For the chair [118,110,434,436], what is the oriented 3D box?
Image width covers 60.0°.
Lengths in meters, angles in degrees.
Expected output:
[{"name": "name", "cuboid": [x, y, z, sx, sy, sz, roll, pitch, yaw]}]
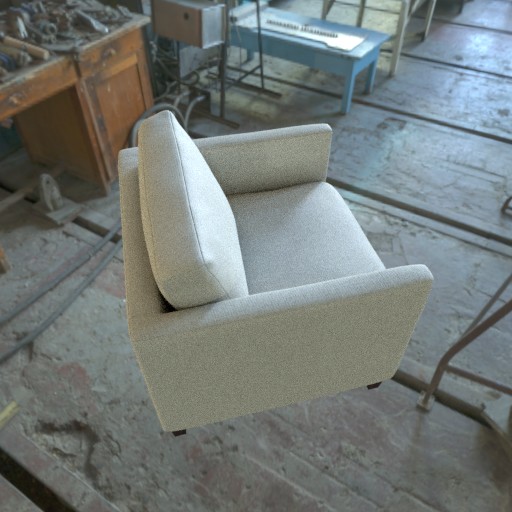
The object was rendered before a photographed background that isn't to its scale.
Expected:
[{"name": "chair", "cuboid": [0.000, 0.000, 1.772, 0.959, 0.919, 0.996, -10, 47, -10]}]
